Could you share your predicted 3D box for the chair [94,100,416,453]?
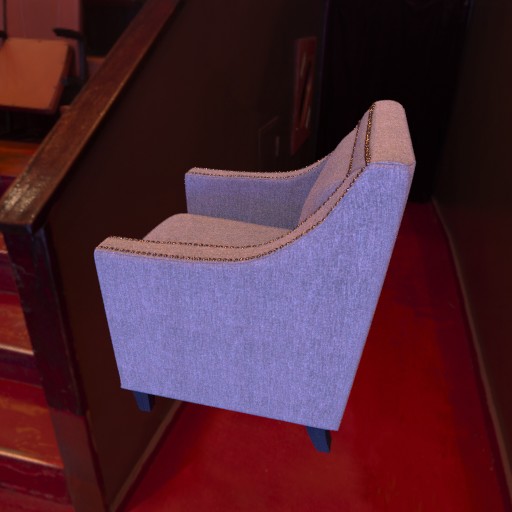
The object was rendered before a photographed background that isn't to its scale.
[{"bbox_3d":[0.000,0.000,1.565,0.884,0.967,0.776,7,30,12],"label":"chair"}]
